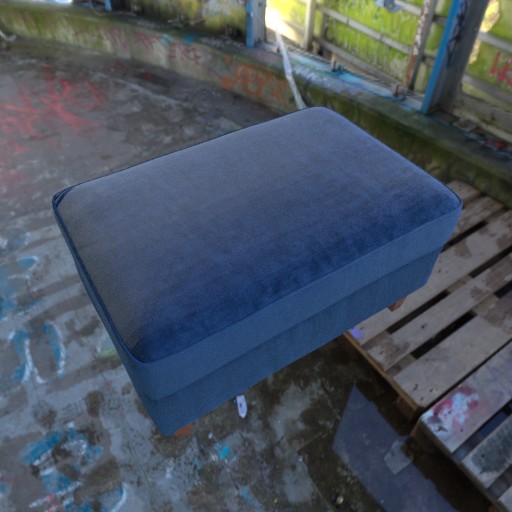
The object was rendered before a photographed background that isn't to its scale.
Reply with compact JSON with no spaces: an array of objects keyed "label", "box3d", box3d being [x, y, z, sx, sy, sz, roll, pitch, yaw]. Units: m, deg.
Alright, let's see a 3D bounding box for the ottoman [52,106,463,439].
[{"label":"ottoman","box3d":[0.000,0.000,1.213,0.862,0.484,0.583,-25,52,-21]}]
